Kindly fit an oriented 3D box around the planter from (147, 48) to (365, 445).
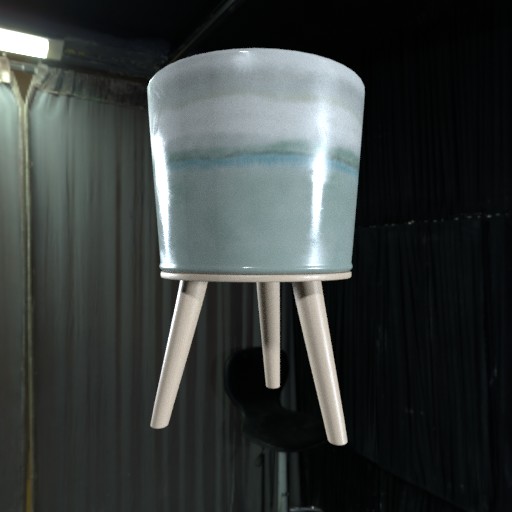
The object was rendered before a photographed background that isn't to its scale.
[{"bbox_3d":[0.000,0.000,0.557,0.265,0.404,0.265,0,0,-35],"label":"planter"}]
